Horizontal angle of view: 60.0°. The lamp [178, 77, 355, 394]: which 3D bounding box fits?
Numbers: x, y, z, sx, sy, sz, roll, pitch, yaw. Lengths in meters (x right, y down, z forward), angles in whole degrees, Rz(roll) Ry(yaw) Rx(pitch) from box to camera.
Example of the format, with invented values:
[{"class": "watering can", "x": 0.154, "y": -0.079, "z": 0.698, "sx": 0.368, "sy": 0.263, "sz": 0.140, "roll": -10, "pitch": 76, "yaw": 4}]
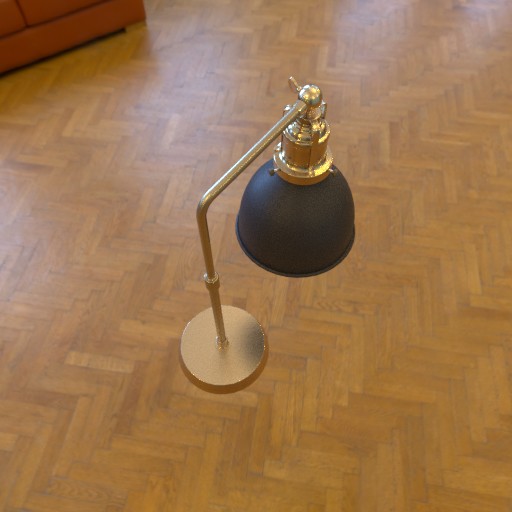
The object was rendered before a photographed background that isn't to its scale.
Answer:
[{"class": "lamp", "x": 0.000, "y": 0.000, "z": 0.580, "sx": 0.291, "sy": 0.456, "sz": 0.160, "roll": -33, "pitch": 63, "yaw": -19}]
